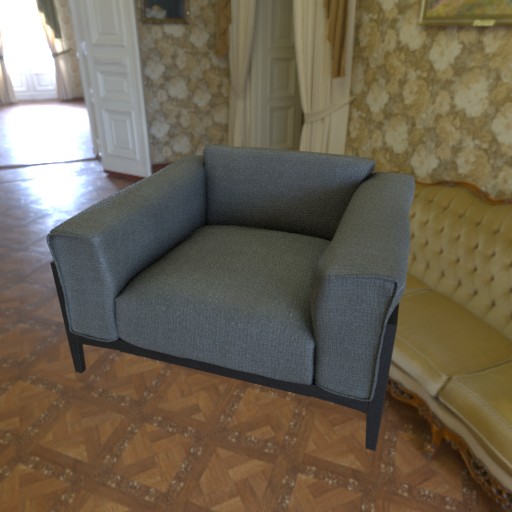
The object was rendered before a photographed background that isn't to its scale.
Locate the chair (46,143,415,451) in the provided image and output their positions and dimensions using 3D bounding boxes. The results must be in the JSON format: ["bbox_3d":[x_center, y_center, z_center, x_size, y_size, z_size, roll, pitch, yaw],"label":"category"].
[{"bbox_3d":[0.000,0.000,1.656,1.056,0.646,0.969,9,28,17],"label":"chair"}]
